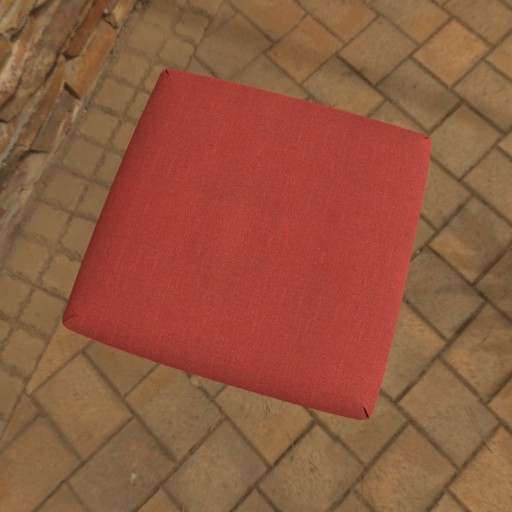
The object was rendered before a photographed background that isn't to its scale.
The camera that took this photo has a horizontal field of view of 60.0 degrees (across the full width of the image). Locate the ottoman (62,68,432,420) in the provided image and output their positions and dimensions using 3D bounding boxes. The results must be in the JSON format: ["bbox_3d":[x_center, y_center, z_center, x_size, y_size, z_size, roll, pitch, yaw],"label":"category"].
[{"bbox_3d":[0.000,0.000,0.904,0.507,0.475,0.497,17,76,4],"label":"ottoman"}]
